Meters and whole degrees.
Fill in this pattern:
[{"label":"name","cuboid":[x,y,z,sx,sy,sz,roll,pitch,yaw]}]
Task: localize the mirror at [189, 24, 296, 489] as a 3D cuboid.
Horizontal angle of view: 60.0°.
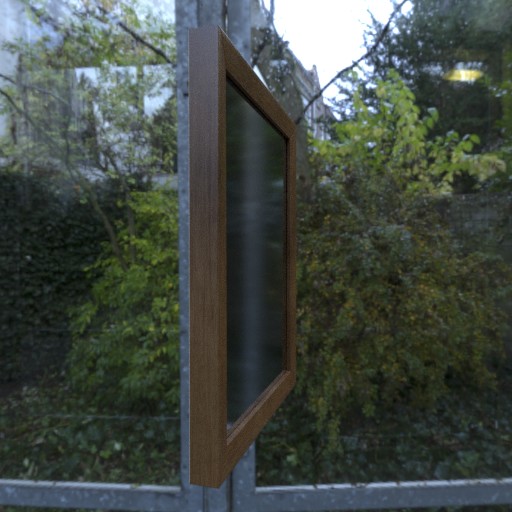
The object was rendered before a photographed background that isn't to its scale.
[{"label":"mirror","cuboid":[0.000,0.000,0.683,0.041,0.508,0.405,0,1,17]}]
